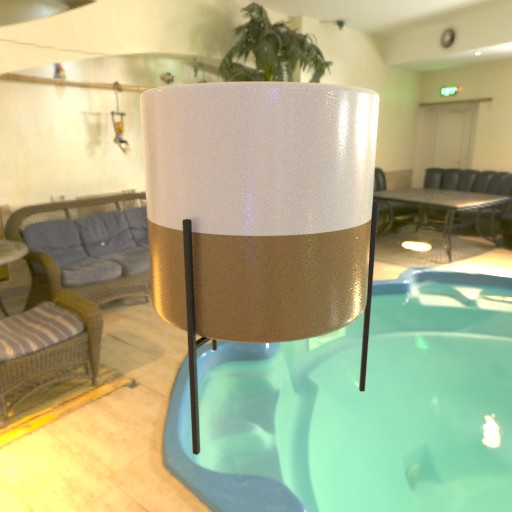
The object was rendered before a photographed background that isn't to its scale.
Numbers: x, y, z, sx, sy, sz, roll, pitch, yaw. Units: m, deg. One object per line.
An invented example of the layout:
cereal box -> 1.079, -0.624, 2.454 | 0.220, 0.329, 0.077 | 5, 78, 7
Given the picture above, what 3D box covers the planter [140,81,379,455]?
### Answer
planter -> 0.000, 0.000, 0.629 | 0.310, 0.432, 0.310 | 14, 21, 43
